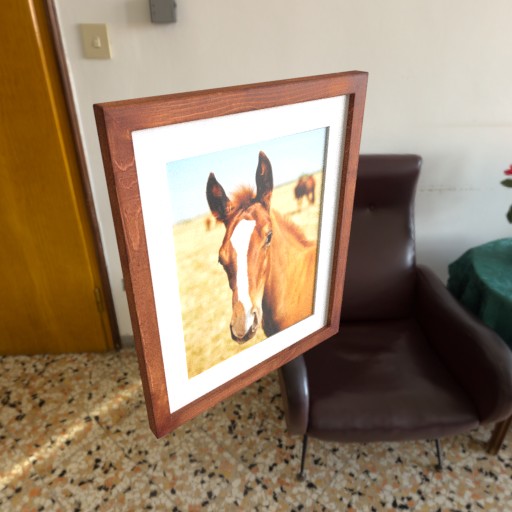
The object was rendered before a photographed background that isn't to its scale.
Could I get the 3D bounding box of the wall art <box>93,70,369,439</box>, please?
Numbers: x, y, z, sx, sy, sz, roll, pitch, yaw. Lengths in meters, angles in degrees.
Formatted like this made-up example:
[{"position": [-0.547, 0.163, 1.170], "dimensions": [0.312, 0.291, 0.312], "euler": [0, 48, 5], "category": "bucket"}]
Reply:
[{"position": [0.000, 0.000, 0.766], "dimensions": [0.462, 0.558, 0.030], "euler": [-22, 36, -33], "category": "wall art"}]
